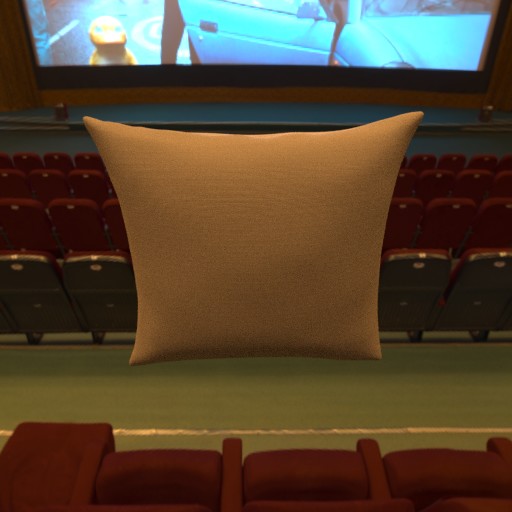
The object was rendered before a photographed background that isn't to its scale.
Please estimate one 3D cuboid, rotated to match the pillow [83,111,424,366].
[{"bbox_3d":[0.000,0.000,0.786,0.512,0.497,0.204,-1,30,-1],"label":"pillow"}]
